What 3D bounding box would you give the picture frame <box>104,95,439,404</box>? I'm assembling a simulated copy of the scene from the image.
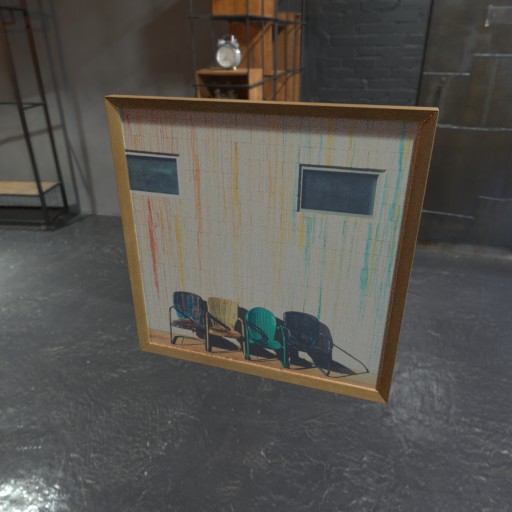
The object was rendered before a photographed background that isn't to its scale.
[{"bbox_3d":[0.000,0.000,1.147,0.758,0.761,0.037,8,27,16],"label":"picture frame"}]
